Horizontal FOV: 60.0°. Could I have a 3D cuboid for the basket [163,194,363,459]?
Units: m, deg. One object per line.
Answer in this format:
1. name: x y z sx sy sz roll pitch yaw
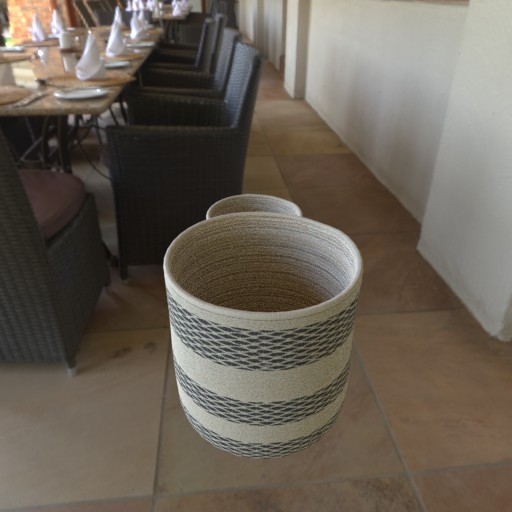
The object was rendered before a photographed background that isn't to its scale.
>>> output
1. basket: 0.000 0.000 1.112 0.351 0.356 0.917 -1 31 -2
